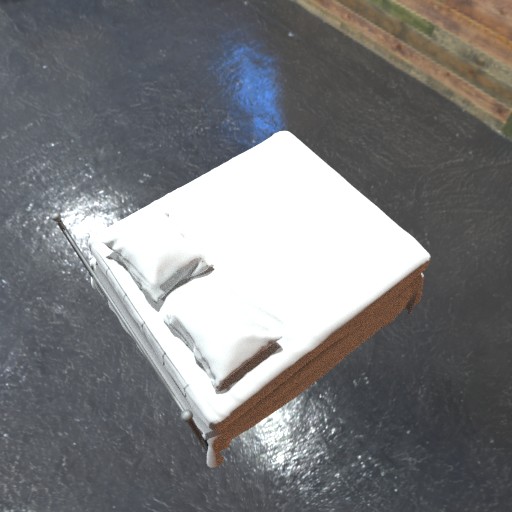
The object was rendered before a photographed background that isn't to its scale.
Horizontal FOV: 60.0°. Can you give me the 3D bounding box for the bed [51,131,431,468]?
[{"bbox_3d":[0.000,0.000,3.355,2.215,1.080,1.936,-33,64,-19],"label":"bed"}]
